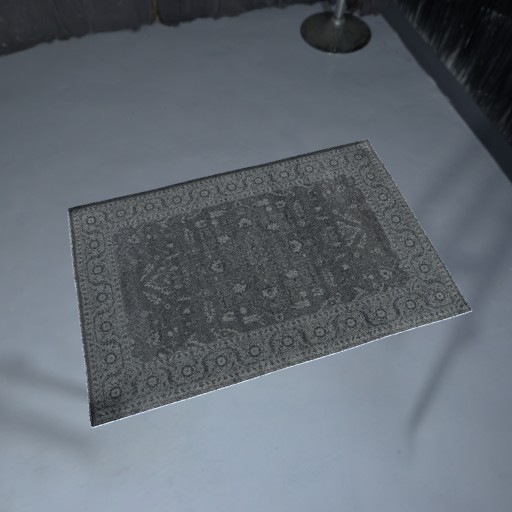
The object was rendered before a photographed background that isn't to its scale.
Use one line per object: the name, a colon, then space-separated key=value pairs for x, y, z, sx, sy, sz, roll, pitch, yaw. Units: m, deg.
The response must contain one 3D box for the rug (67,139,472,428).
rug: x=0.000 y=0.000 z=2.299 sx=1.828 sy=0.019 sz=1.209 roll=-15 pitch=60 yaw=-9
